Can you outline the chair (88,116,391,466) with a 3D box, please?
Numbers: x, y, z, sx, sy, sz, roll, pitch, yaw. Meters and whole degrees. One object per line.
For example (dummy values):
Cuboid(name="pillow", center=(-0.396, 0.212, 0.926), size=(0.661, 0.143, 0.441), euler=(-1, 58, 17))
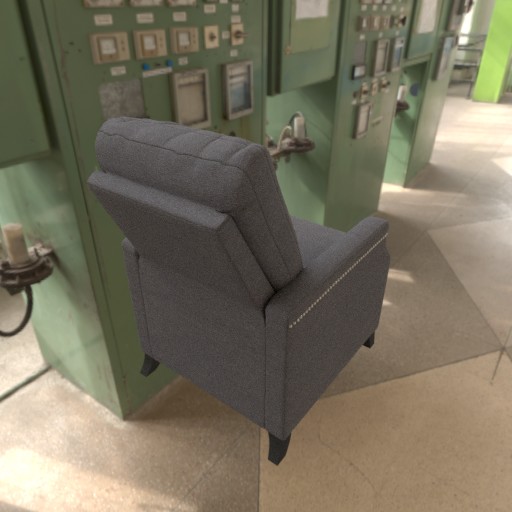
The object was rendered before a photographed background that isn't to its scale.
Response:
Cuboid(name="chair", center=(0.000, 0.000, 1.600), size=(0.710, 1.049, 0.922), euler=(21, 36, 32))
